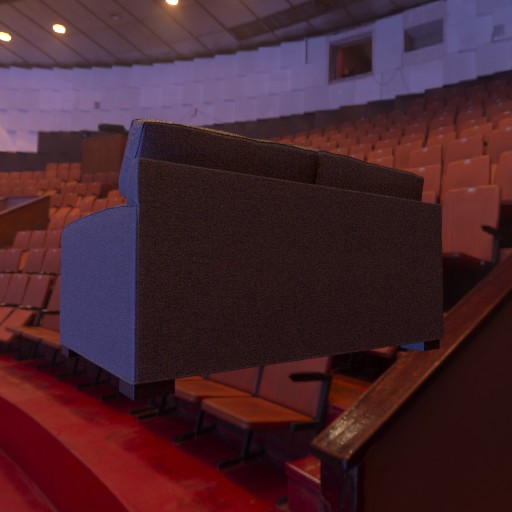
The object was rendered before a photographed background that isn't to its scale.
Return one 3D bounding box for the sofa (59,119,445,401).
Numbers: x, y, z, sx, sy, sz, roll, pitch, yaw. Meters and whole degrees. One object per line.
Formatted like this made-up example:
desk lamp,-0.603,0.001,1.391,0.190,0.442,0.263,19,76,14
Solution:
sofa,0.000,0.000,2.087,1.534,0.887,0.974,2,-3,-35
